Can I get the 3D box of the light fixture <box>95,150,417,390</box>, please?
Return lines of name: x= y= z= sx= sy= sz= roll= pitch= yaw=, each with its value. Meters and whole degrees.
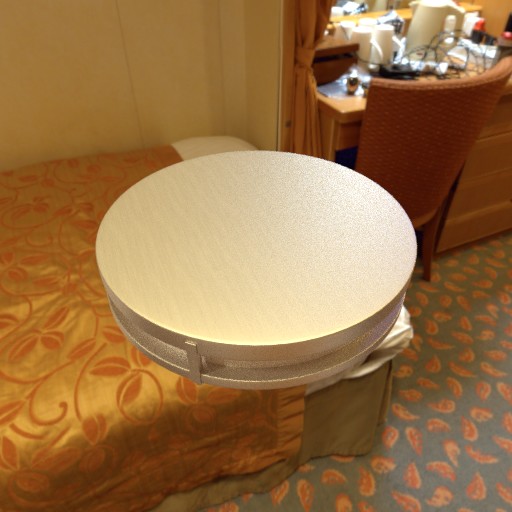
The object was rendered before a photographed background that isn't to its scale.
light fixture: x=0.000 y=0.000 z=0.537 sx=0.356 sy=0.102 sz=0.356 roll=0 pitch=40 yaw=0
